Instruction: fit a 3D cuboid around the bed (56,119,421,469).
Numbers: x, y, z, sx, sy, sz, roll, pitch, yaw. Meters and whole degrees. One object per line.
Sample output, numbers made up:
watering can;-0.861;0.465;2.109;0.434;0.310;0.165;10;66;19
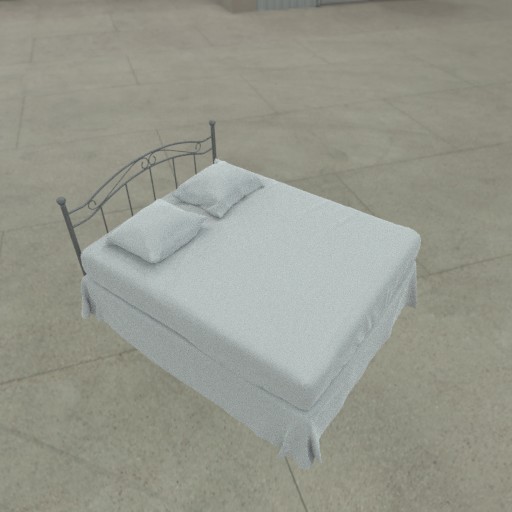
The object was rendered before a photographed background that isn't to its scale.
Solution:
bed;0.000;0.000;3.358;2.215;1.080;1.936;25;46;27
